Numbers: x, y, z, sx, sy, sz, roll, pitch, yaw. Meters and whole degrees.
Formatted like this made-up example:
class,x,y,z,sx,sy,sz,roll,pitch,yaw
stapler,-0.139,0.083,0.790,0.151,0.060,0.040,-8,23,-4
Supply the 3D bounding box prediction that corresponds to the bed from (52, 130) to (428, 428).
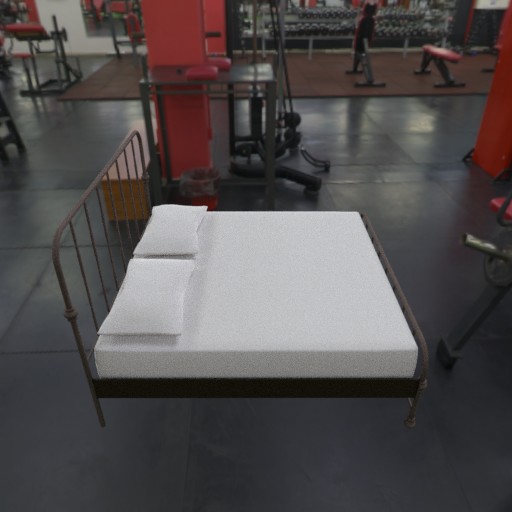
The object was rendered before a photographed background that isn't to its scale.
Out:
class,x,y,z,sx,sy,sz,roll,pitch,yaw
bed,0.000,0.000,3.424,2.134,1.446,2.044,0,32,0
